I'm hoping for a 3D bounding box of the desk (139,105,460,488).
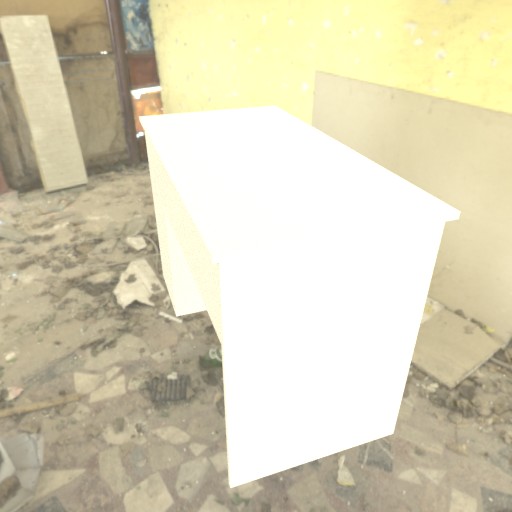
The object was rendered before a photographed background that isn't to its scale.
[{"bbox_3d":[0.000,0.000,1.520,0.560,0.735,1.097,-10,32,-17],"label":"desk"}]
